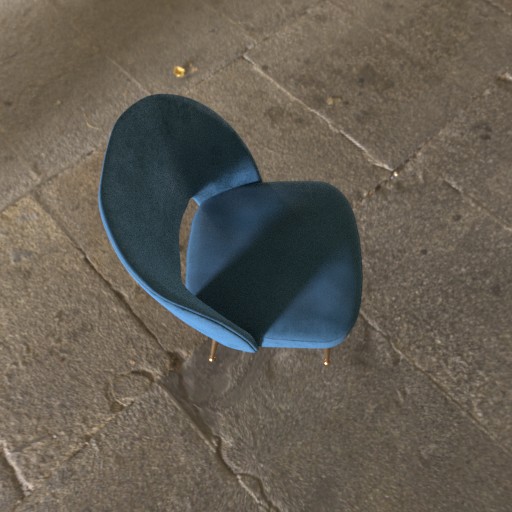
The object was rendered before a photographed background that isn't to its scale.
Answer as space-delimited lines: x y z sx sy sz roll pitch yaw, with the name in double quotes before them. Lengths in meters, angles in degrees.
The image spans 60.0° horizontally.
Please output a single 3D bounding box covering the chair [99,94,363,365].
"chair" 0.000 0.000 1.221 0.577 0.860 0.527 2 65 1
